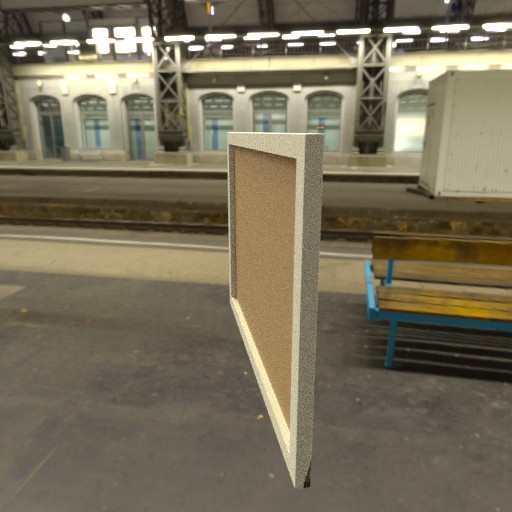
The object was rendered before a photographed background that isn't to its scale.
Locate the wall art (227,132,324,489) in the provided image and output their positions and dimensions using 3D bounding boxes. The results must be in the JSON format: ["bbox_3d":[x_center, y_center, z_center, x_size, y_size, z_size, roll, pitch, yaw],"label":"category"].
[{"bbox_3d":[0.000,0.000,1.431,0.038,0.767,1.144,-3,16,-10],"label":"wall art"}]
